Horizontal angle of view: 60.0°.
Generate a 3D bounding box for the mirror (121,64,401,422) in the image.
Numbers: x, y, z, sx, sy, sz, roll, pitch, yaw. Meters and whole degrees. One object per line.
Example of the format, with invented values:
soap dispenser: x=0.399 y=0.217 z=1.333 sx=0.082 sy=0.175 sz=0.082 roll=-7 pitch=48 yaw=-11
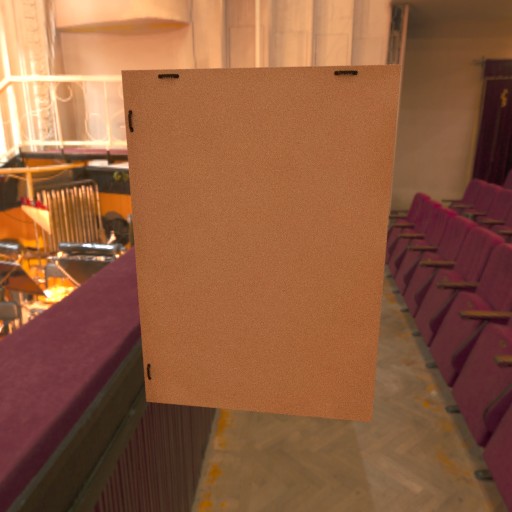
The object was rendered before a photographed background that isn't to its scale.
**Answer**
mirror: x=0.000 y=0.000 z=0.904 sx=0.507 sy=0.710 sz=0.040 roll=2 pitch=16 yaw=8
